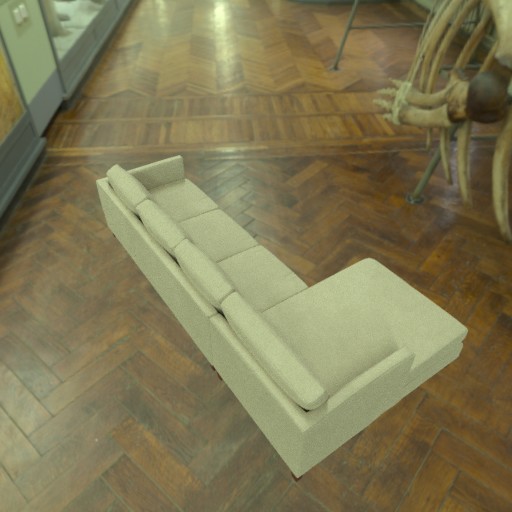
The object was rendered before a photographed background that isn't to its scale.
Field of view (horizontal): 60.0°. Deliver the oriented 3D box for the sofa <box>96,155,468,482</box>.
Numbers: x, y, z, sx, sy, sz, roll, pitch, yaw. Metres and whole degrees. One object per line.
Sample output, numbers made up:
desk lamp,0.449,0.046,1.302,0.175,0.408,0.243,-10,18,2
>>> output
sofa,0.000,0.000,3.867,1.625,0.846,3.186,-25,47,-26
